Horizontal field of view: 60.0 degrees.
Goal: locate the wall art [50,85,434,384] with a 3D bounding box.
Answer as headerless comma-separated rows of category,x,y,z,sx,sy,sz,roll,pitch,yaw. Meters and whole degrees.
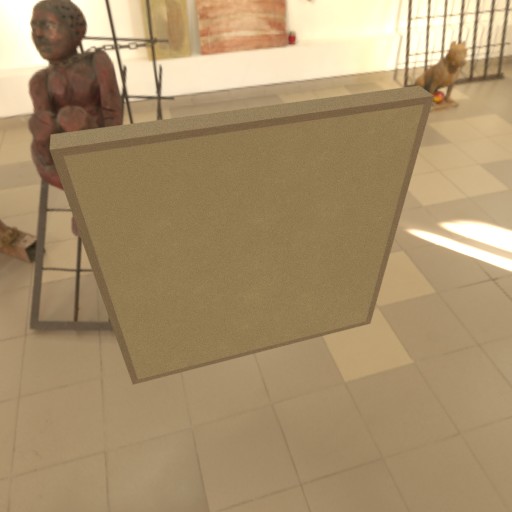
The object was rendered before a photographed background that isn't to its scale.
wall art,0.000,0.000,0.750,0.508,0.506,0.038,-12,44,-12
